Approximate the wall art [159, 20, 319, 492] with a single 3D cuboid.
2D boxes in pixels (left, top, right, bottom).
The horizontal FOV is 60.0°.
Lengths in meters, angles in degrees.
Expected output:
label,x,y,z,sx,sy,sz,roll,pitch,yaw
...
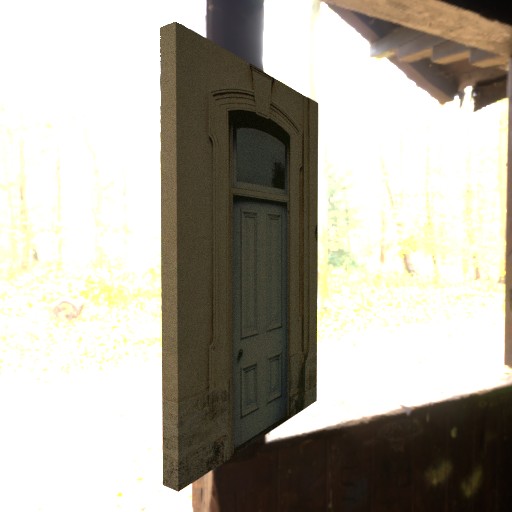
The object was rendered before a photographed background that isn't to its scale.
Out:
label,x,y,z,sx,sy,sz,roll,pitch,yaw
wall art,0.000,0.000,0.937,0.038,0.764,0.508,1,2,34
